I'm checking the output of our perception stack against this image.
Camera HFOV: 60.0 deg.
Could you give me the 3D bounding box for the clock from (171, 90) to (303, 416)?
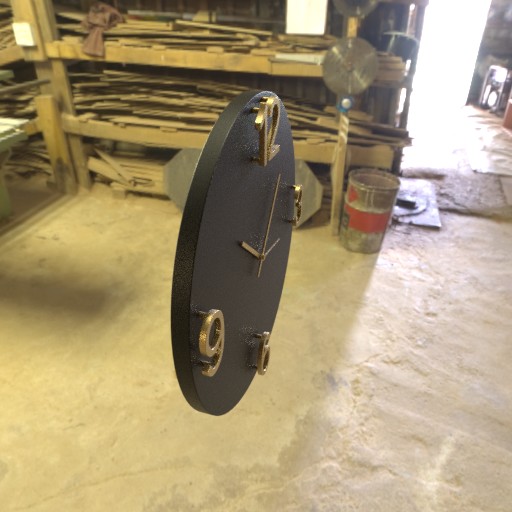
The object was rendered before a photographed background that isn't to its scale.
[{"bbox_3d":[0.000,0.000,0.650,0.038,0.454,0.454,9,31,16],"label":"clock"}]
